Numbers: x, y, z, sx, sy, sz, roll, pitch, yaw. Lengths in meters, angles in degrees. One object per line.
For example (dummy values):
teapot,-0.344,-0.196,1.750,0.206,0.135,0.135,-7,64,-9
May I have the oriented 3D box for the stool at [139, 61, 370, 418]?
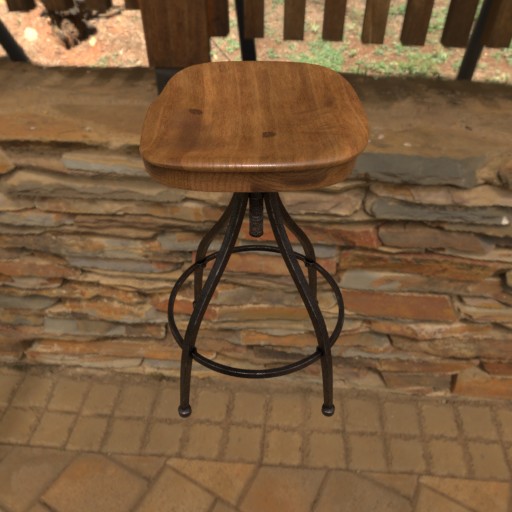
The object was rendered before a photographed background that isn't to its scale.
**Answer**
stool,0.000,0.000,0.973,0.424,0.694,0.432,0,41,0
